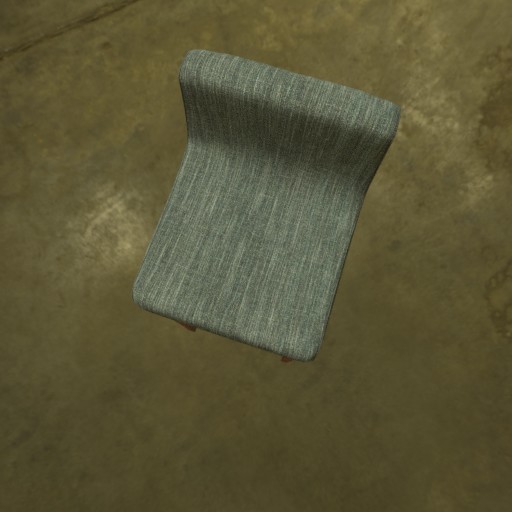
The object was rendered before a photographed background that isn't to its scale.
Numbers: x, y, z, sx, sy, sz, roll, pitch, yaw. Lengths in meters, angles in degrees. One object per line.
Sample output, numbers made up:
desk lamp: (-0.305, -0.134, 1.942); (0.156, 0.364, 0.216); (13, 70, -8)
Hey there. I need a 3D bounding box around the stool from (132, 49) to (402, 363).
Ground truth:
stool: (0.000, 0.000, 1.226); (0.426, 0.965, 0.499); (17, 75, 5)
